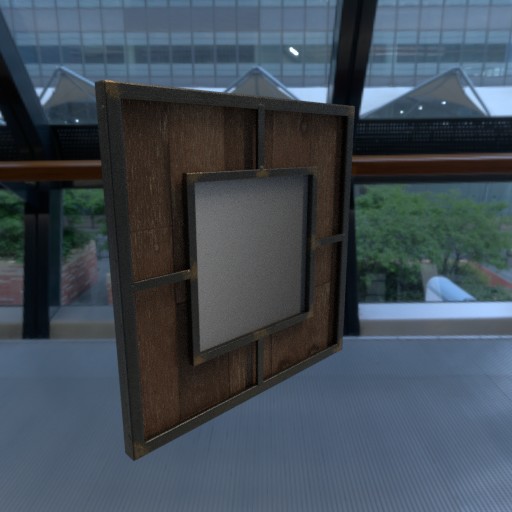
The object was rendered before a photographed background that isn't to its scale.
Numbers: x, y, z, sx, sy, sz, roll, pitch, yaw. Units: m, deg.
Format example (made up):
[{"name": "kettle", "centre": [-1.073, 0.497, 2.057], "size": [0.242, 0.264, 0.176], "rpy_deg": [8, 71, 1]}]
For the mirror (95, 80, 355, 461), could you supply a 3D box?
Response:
[{"name": "mirror", "centre": [0.000, 0.000, 0.560], "size": [0.382, 0.381, 0.020], "rpy_deg": [-13, 19, -43]}]
